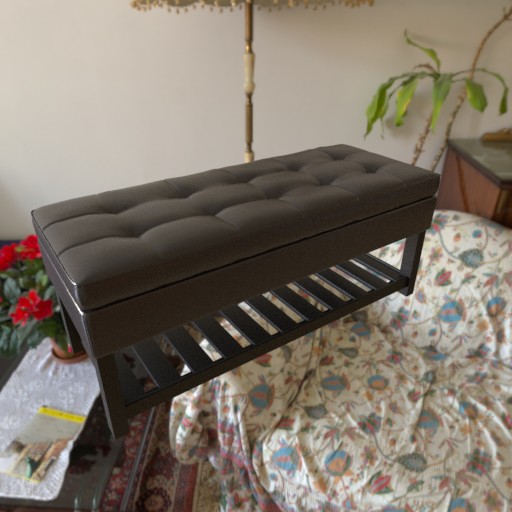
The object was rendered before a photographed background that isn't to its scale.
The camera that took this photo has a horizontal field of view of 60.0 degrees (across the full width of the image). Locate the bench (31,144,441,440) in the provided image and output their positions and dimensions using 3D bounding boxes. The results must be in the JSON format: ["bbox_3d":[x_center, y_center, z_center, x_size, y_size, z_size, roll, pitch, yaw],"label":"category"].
[{"bbox_3d":[0.000,0.000,1.337,1.105,0.460,0.432,-19,34,-30],"label":"bench"}]
